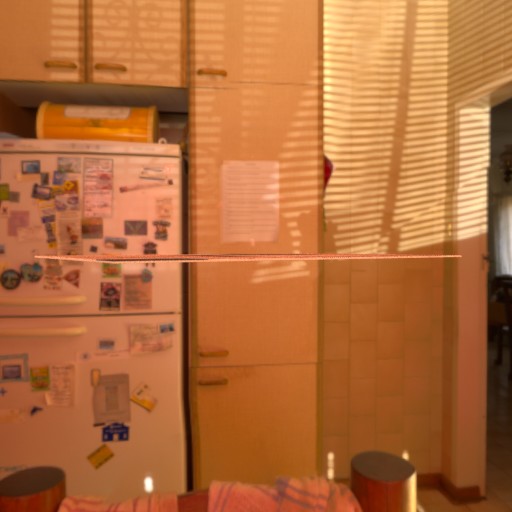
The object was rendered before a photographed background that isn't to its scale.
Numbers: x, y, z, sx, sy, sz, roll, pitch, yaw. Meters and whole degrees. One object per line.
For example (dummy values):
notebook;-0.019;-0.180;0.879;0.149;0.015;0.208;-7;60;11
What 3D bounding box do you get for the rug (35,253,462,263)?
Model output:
rug;0.000;0.000;2.967;2.436;0.015;1.521;-1;1;-36
